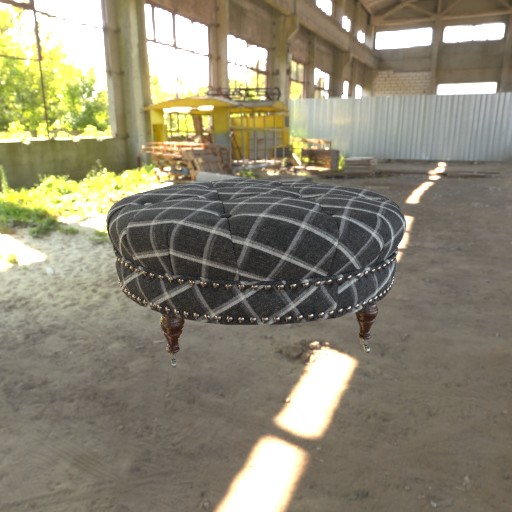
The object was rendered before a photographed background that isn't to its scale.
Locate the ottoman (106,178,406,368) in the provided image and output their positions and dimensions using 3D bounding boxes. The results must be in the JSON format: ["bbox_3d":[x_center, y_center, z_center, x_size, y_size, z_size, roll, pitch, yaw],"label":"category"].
[{"bbox_3d":[0.000,0.000,1.412,0.901,0.439,0.901,0,16,0],"label":"ottoman"}]
